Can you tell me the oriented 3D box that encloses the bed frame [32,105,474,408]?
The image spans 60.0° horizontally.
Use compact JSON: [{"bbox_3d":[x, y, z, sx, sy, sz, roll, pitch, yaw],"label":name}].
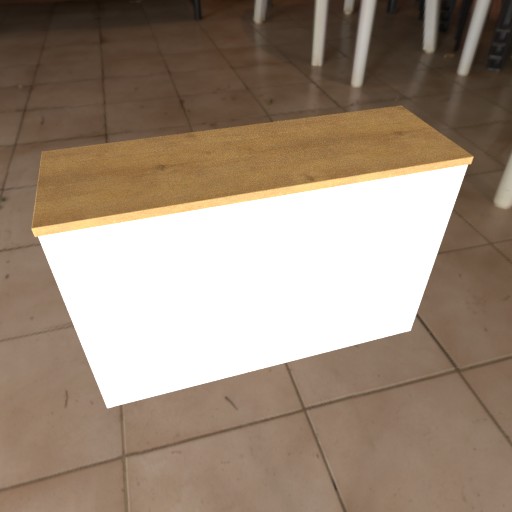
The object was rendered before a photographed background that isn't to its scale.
[{"bbox_3d":[0.000,0.000,1.679,1.300,0.850,0.430,-11,42,-13],"label":"bed frame"}]
